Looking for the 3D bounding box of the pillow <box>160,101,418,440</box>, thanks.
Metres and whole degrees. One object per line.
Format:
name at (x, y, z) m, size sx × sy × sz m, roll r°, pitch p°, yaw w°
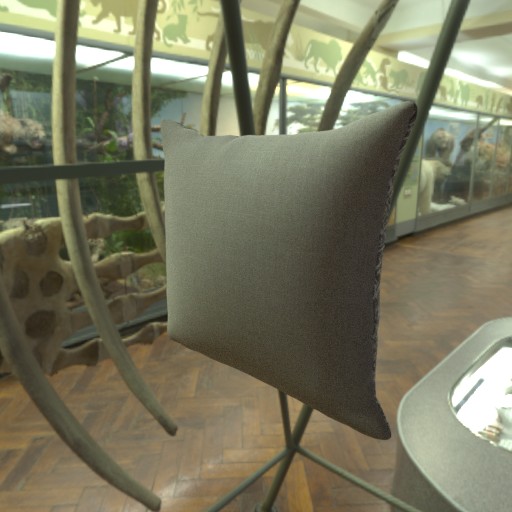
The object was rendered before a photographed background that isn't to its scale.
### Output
pillow at (0.000, 0.000, 0.783) m, size 0.546 × 0.487 × 0.180 m, roll 12°, pitch 18°, yaw 42°
